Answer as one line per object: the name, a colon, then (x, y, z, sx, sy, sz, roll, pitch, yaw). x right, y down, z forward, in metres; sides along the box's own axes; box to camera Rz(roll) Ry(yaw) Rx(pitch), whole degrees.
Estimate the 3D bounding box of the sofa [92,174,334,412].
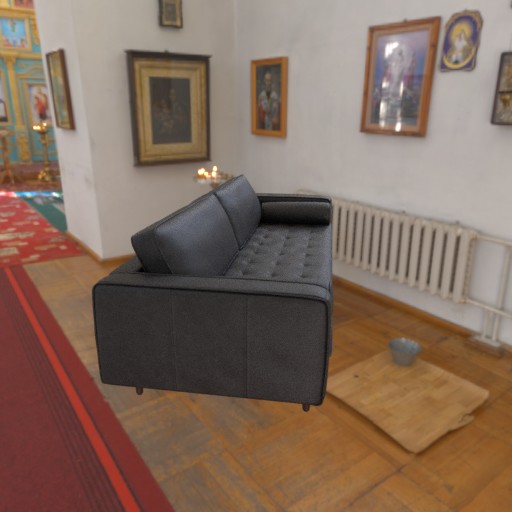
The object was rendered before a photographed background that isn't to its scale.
sofa: (0.000, 0.000, 2.650, 0.914, 0.762, 2.210, 3, 17, 9)
